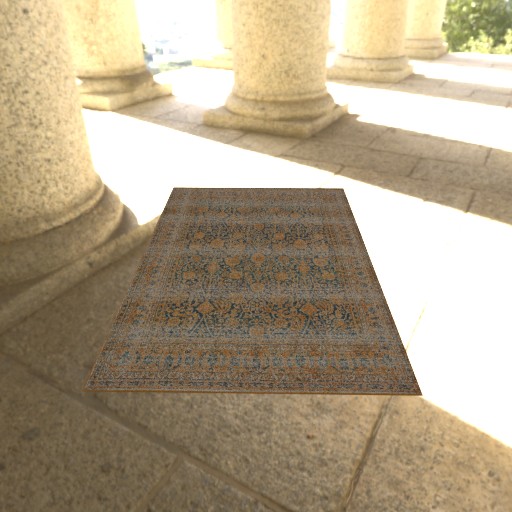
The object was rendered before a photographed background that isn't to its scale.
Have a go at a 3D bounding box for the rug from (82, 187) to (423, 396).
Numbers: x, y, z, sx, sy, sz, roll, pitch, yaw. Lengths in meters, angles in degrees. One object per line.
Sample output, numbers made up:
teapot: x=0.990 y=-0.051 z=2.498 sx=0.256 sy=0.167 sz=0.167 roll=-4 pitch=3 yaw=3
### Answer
rug: x=0.000 y=0.000 z=2.974 sx=1.525 sy=0.007 sz=2.336 roll=0 pitch=32 yaw=1
